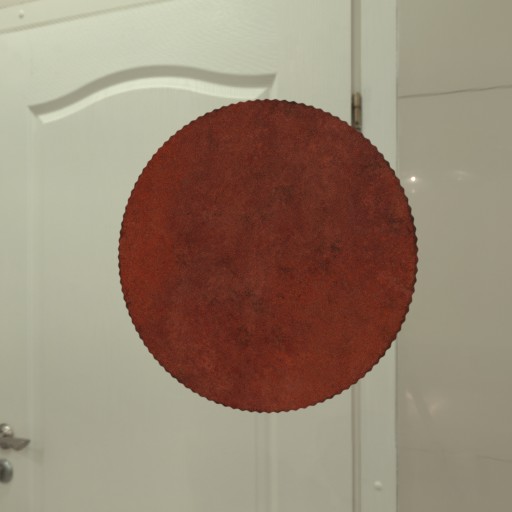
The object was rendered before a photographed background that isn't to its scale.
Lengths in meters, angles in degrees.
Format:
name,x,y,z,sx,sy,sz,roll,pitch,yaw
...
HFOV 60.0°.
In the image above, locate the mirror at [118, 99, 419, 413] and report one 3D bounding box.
name,x,y,z,sx,sy,sz,roll,pitch,yaw
mirror,0.000,0.000,0.887,0.609,0.609,0.056,0,0,18
